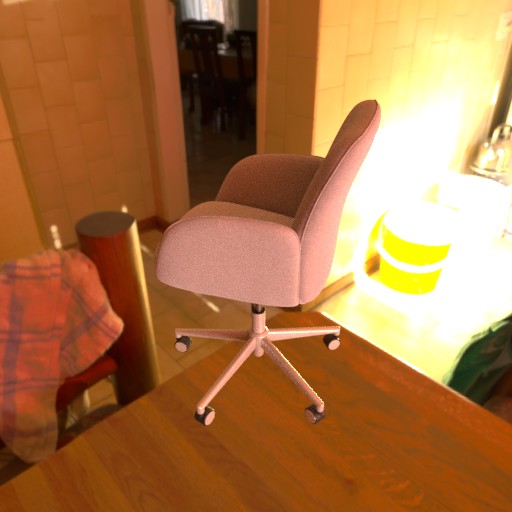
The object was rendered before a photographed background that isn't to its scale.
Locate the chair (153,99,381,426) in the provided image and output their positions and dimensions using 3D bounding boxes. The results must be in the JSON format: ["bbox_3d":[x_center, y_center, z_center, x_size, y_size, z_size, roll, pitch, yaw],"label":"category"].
[{"bbox_3d":[0.000,0.000,1.429,0.654,0.959,0.648,9,32,14],"label":"chair"}]
